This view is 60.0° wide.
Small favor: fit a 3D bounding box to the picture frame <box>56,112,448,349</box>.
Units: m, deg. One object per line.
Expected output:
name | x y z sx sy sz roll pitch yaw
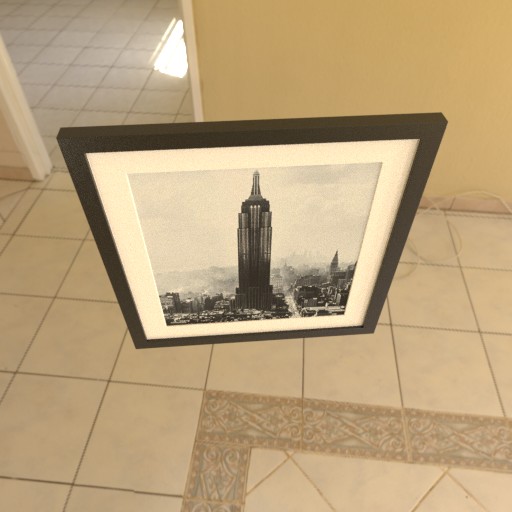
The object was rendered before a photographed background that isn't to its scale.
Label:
picture frame | 0.000 0.000 0.844 0.559 0.557 0.029 -3 47 -3
